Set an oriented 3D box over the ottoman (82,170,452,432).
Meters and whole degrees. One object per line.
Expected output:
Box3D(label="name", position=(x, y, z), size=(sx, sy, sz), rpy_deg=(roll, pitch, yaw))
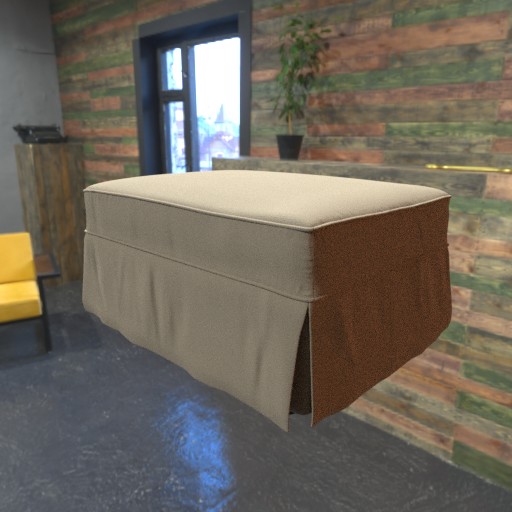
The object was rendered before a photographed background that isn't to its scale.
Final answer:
Box3D(label="ottoman", position=(0.000, 0.000, 1.332), size=(0.959, 0.482, 0.721), rpy_deg=(14, 21, 42))
